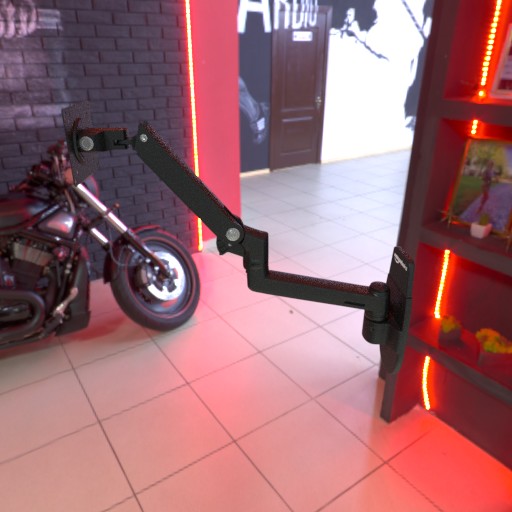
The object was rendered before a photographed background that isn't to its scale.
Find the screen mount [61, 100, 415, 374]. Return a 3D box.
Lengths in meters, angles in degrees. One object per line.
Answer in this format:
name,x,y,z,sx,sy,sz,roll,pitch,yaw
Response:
screen mount,0.000,0.000,0.713,0.495,0.466,0.115,-1,25,-2
